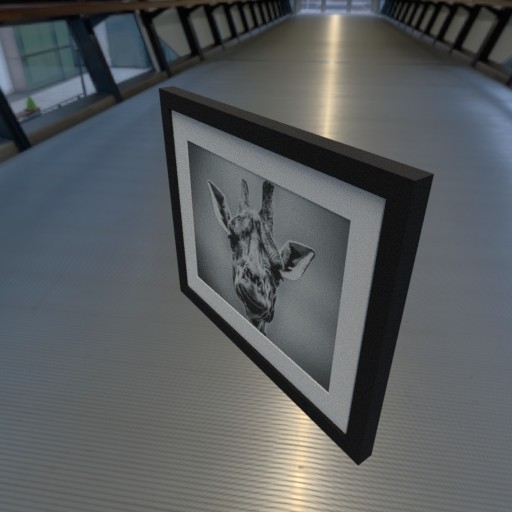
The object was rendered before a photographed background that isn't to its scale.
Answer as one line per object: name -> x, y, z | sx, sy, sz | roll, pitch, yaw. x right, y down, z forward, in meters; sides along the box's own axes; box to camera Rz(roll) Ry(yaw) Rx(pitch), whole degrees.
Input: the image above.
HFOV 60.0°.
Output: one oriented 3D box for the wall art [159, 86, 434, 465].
wall art -> 0.000, 0.000, 0.748 | 0.031, 0.457, 0.558 | -21, 37, -31
